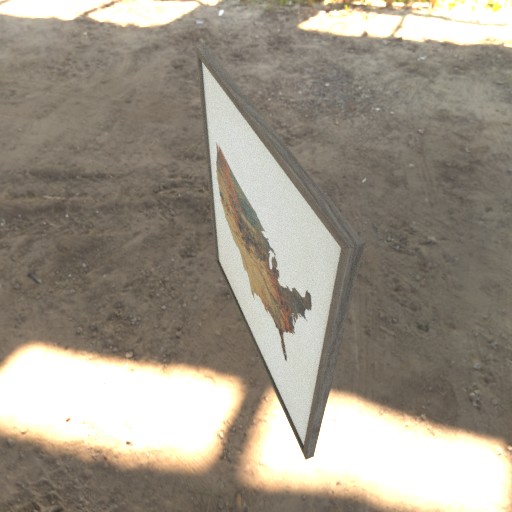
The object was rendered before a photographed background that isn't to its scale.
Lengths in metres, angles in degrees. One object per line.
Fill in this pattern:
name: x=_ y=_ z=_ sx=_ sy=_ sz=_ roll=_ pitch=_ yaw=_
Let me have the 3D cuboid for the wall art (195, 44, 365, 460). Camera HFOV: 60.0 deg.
wall art: x=0.000 y=0.000 z=0.743 sx=0.016 sy=0.507 sz=0.508 roll=-16 pitch=48 yaw=-15
